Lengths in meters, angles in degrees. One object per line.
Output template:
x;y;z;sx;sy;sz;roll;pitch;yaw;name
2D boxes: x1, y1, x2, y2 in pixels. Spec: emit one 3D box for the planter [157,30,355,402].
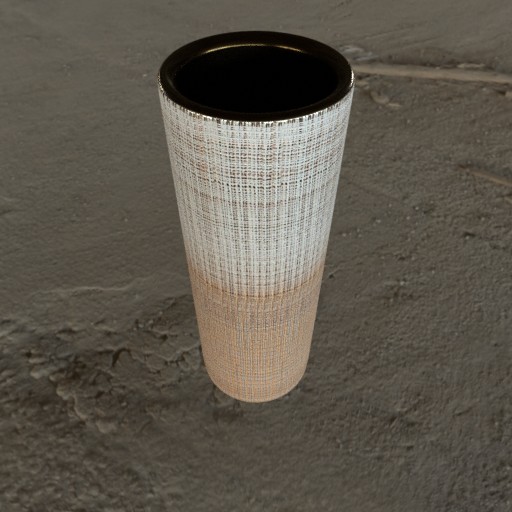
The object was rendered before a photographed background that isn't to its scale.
0.000;0.000;0.323;0.099;0.278;0.099;32;55;27;planter
